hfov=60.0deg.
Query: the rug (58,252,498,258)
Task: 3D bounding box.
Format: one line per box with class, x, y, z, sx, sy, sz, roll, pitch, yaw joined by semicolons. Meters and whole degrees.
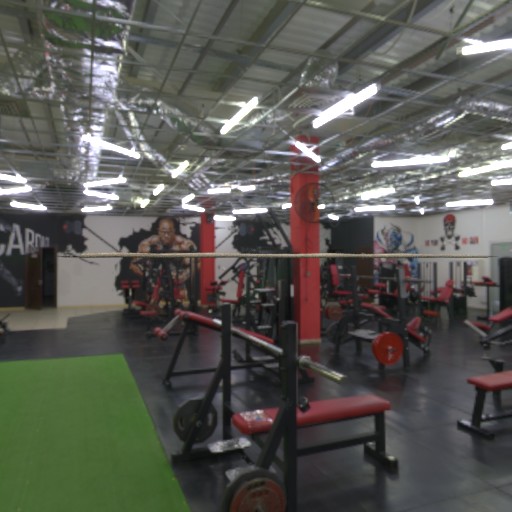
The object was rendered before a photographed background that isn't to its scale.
rug;0.000;0.000;3.986;3.061;0.034;2.426;0;0;-19
